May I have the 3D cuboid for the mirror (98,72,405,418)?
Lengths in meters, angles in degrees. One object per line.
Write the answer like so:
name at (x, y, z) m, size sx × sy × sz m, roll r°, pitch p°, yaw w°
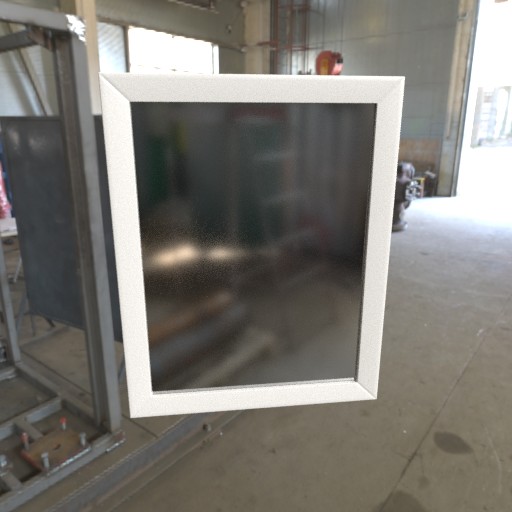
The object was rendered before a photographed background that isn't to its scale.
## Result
mirror at (0.000, 0.000, 0.672) m, size 0.405 × 0.508 × 0.041 m, roll -2°, pitch 16°, yaw -7°
